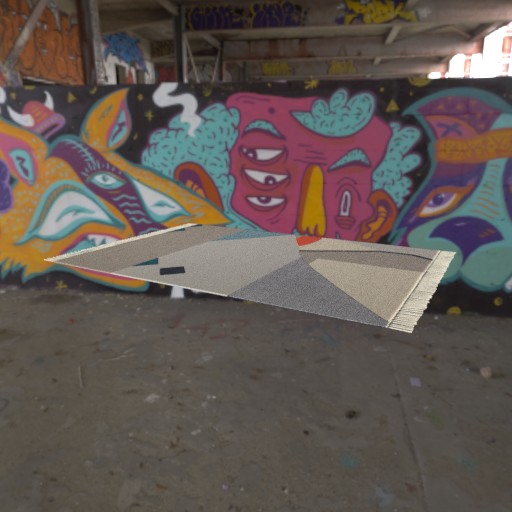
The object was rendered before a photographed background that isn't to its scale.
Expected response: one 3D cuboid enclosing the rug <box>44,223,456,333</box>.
[{"bbox_3d":[0.000,0.000,2.348,1.828,0.005,1.220,8,16,29],"label":"rug"}]
